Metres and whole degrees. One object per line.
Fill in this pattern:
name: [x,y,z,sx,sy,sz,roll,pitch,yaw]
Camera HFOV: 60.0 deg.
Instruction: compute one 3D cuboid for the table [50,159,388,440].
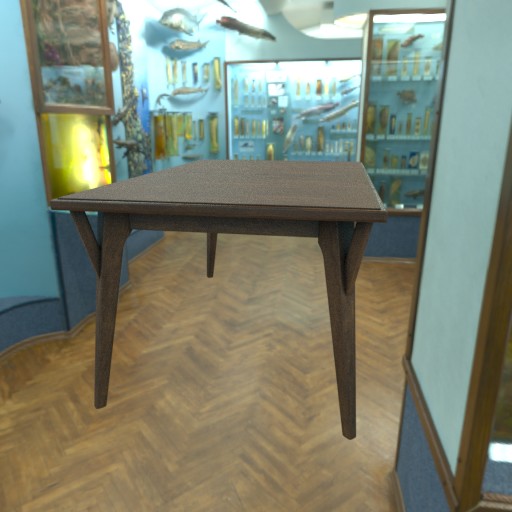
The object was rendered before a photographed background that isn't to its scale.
table: [0.000,0.000,2.081,0.990,0.761,1.524,3,17,10]
